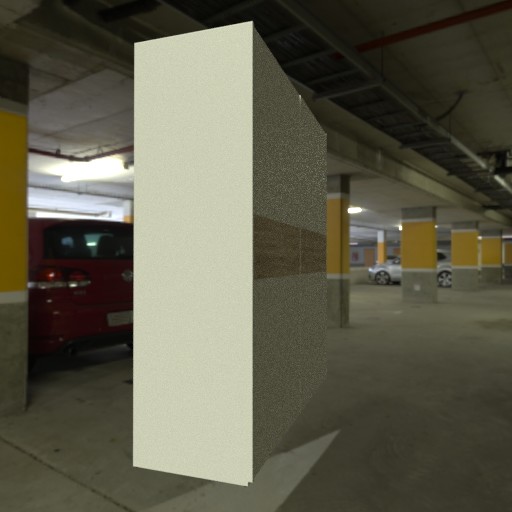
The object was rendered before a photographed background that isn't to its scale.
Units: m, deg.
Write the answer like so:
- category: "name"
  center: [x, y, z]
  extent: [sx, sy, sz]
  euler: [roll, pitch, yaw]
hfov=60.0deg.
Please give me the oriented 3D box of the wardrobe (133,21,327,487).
- category: "wardrobe"
  center: [0.000, 0.000, 2.879]
  extent: [0.600, 2.020, 1.830]
  euler: [0, -1, 19]
